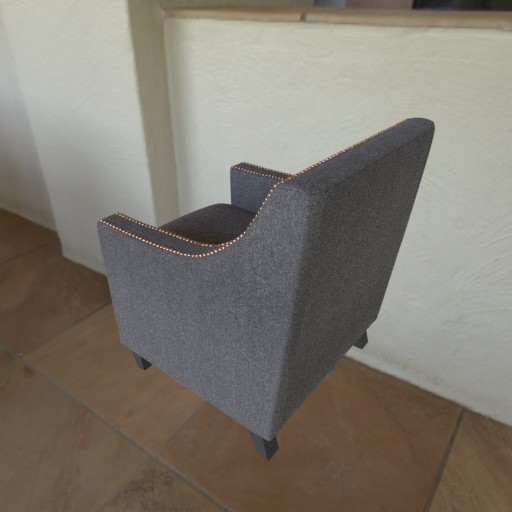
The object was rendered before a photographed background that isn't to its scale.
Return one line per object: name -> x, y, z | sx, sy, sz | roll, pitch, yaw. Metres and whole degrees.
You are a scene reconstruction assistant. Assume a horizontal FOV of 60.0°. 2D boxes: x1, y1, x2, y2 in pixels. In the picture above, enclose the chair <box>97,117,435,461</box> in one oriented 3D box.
chair -> 0.000, 0.000, 1.614 | 0.884, 0.967, 0.776 | 22, 37, 32
